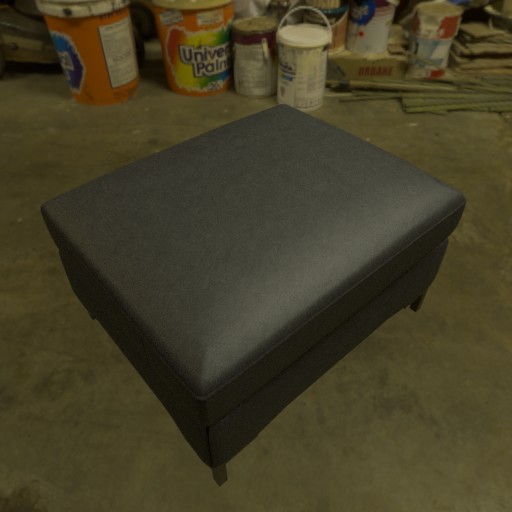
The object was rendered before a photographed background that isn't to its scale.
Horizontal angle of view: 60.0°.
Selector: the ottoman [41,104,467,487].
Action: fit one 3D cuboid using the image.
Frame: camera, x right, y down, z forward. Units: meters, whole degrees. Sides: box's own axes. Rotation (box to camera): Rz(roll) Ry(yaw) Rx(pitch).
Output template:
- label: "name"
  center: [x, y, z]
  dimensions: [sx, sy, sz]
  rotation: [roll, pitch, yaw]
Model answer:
- label: "ottoman"
  center: [0.000, 0.000, 1.724]
  dimensions: [1.187, 0.696, 0.967]
  rotation: [-31, 52, -28]
